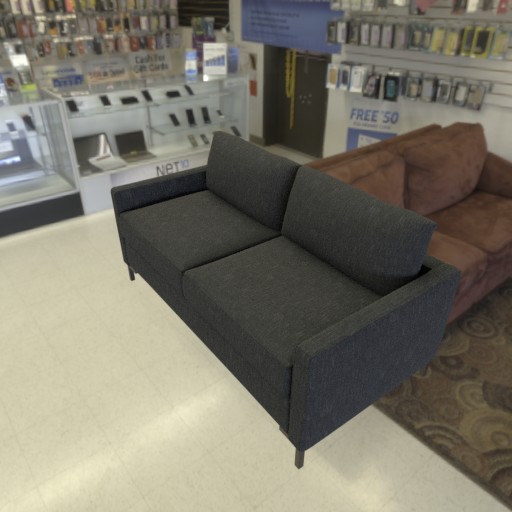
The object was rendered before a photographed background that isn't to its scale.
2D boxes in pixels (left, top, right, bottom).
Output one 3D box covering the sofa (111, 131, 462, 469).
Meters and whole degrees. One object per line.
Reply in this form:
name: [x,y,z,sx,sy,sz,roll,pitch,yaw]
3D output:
sofa: [0.000,0.000,2.264,0.866,0.862,1.716,-21,38,-31]
